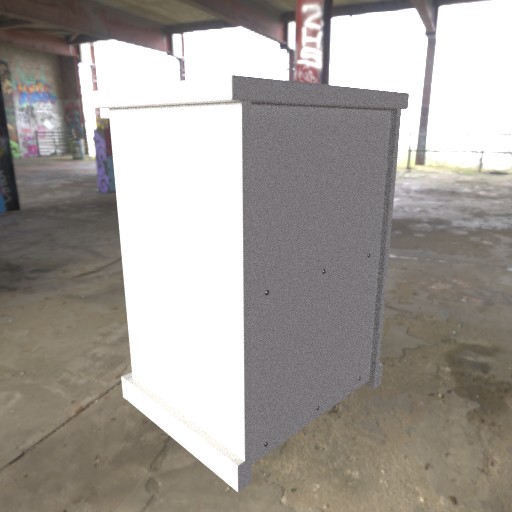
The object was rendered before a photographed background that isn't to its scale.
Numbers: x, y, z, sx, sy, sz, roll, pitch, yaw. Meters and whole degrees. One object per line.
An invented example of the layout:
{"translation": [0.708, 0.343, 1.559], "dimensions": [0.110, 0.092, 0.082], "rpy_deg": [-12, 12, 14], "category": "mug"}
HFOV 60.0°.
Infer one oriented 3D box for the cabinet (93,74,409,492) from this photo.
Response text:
{"translation": [0.000, 0.000, 1.038], "dimensions": [0.520, 0.723, 0.431], "rpy_deg": [-16, 23, -43], "category": "cabinet"}
